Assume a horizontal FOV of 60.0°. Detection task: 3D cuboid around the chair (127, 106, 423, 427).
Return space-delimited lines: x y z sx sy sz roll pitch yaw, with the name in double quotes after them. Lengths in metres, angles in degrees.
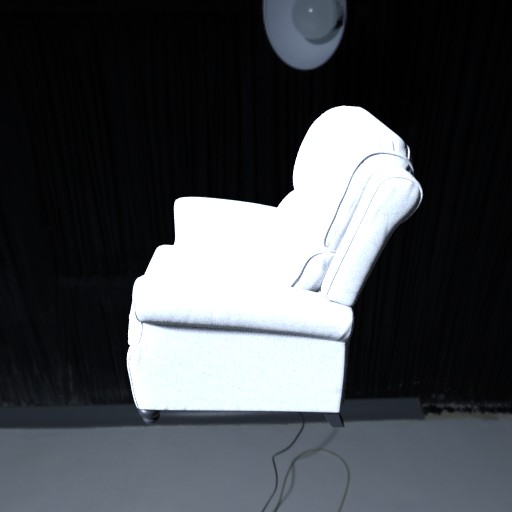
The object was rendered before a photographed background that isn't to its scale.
0.000 0.000 1.722 0.919 1.046 0.859 0 27 1 "chair"
